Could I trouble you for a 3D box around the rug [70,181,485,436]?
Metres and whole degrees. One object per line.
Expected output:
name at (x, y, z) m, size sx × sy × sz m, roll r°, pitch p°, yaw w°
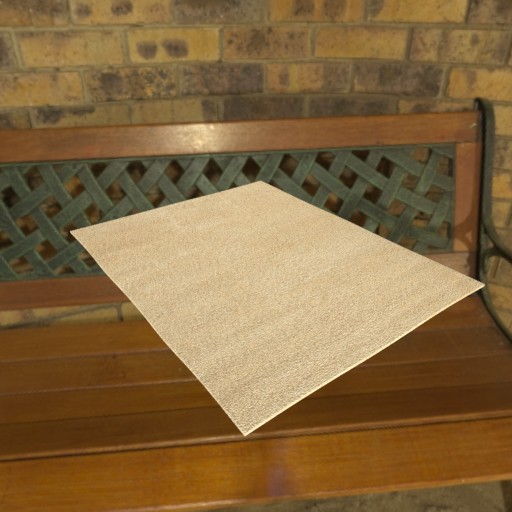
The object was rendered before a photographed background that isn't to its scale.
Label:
rug at (0.000, 0.000, 4.022) m, size 2.400 × 0.025 × 3.000 m, roll -20°, pitch 36°, yaw -31°
